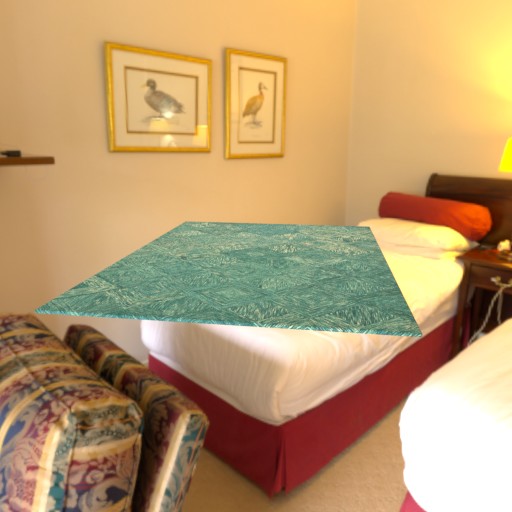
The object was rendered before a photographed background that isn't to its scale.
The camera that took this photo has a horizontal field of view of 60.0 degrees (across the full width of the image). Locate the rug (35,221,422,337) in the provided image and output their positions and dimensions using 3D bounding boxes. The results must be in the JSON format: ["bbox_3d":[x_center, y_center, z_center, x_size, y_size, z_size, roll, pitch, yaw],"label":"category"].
[{"bbox_3d":[0.000,0.000,4.223,2.405,0.027,3.217,2,15,8],"label":"rug"}]
